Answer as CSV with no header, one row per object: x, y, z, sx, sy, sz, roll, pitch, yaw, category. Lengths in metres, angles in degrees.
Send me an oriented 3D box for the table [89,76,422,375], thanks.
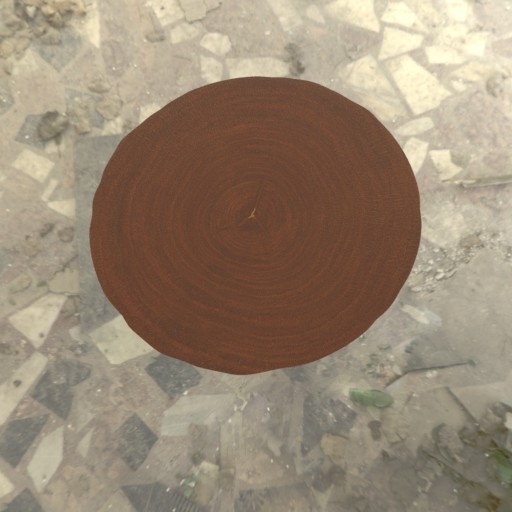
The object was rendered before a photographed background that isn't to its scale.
0.000,0.000,0.763,0.410,0.450,0.380,-18,77,-4,table
